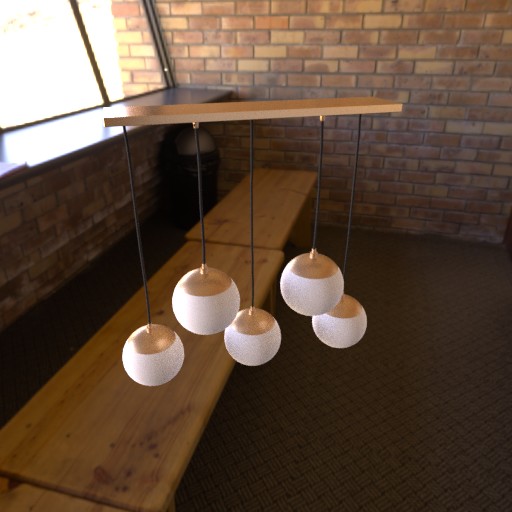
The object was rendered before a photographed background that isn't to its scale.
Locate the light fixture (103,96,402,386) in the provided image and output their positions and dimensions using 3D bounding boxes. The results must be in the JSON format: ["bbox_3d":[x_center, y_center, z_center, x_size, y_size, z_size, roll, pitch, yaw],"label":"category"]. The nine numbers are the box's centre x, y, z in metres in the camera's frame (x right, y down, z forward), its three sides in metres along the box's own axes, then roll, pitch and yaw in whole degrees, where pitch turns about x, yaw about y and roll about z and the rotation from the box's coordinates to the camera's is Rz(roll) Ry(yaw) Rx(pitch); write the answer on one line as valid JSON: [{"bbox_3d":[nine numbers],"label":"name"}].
[{"bbox_3d":[0.000,0.000,1.341,0.863,0.869,0.299,-8,28,-15],"label":"light fixture"}]
